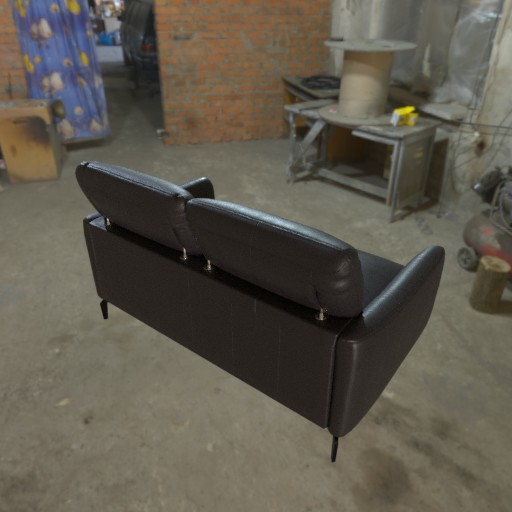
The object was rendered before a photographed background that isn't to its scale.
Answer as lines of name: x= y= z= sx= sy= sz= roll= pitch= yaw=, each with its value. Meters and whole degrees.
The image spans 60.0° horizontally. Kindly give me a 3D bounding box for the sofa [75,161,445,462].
sofa: x=0.000 y=0.000 z=2.186 sx=1.596 sy=0.920 sz=0.958 roll=21 pitch=36 yaw=32
